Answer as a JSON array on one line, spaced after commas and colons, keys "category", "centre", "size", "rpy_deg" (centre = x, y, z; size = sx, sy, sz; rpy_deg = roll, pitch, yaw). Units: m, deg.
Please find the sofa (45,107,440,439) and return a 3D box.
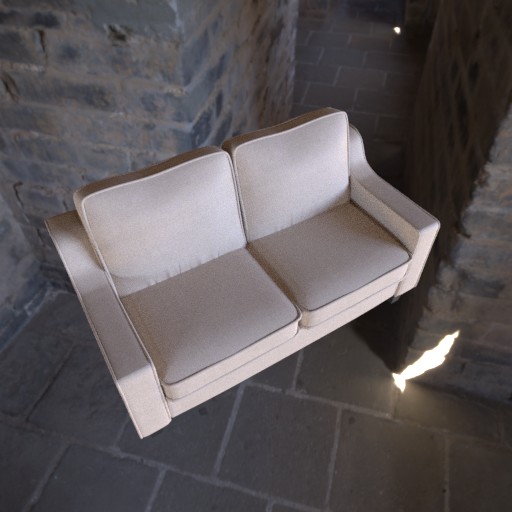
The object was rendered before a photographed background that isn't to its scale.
[{"category": "sofa", "centre": [0.000, 0.000, 3.442], "size": [2.587, 1.562, 1.351], "rpy_deg": [-24, 51, -21]}]
